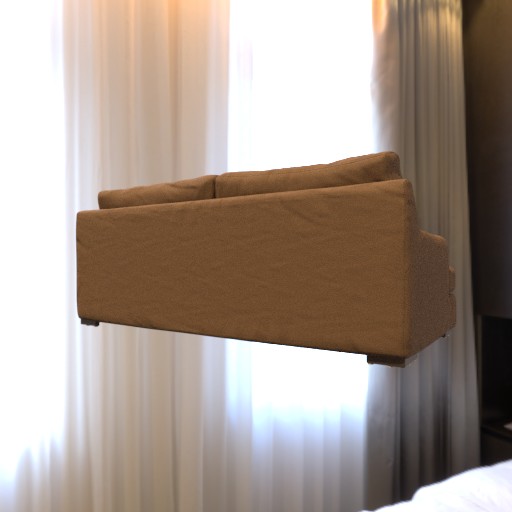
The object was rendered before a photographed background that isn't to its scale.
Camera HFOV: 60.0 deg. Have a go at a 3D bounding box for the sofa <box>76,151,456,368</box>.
[{"bbox_3d":[0.000,0.000,2.889,2.274,0.950,1.140,0,0,34],"label":"sofa"}]
